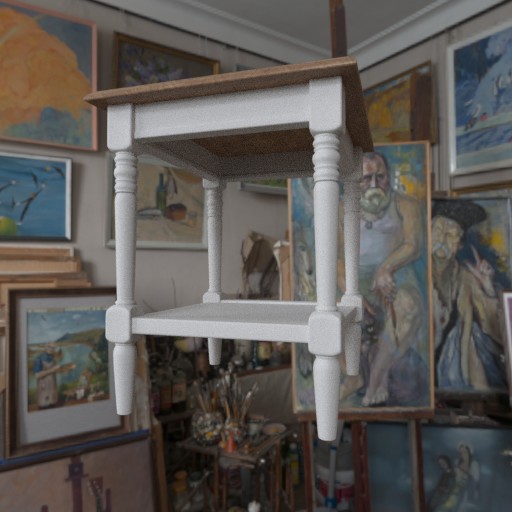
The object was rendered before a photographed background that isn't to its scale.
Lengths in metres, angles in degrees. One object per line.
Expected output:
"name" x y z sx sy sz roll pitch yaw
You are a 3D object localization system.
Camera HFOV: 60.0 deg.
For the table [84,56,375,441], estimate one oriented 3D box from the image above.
"table" 0.000 0.000 0.925 0.457 0.561 0.508 0 -1 18
